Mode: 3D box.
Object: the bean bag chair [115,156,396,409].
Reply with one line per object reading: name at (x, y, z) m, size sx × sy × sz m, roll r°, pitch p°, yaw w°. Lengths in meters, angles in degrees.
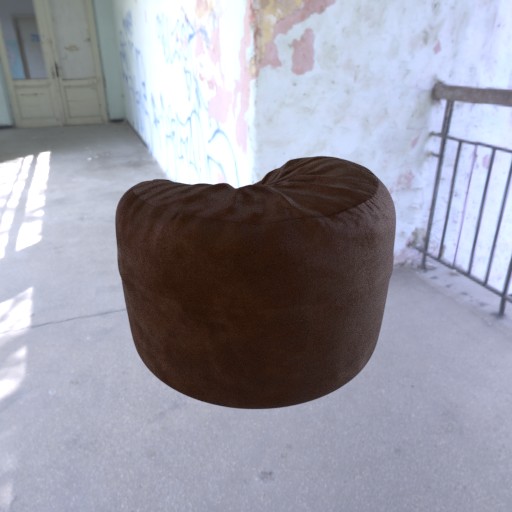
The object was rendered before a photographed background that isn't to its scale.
bean bag chair at (0.000, 0.000, 1.545) m, size 0.918 × 0.616 × 0.918 m, roll 0°, pitch 26°, yaw 0°
